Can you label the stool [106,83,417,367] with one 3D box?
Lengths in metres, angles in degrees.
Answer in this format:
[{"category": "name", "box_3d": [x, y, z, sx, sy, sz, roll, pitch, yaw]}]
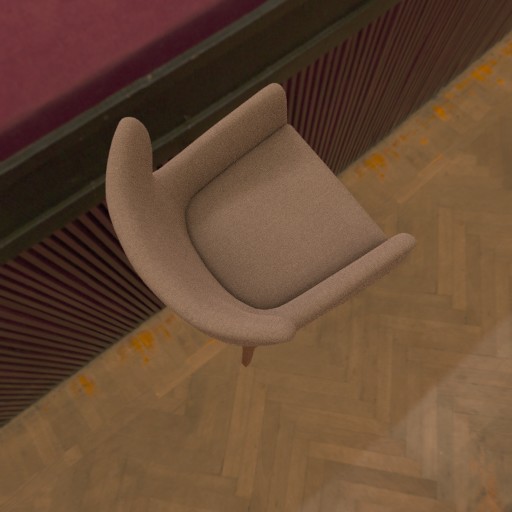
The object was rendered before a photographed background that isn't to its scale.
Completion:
[{"category": "stool", "box_3d": [0.000, 0.000, 1.367, 0.575, 1.047, 0.575, -35, 77, -9]}]
